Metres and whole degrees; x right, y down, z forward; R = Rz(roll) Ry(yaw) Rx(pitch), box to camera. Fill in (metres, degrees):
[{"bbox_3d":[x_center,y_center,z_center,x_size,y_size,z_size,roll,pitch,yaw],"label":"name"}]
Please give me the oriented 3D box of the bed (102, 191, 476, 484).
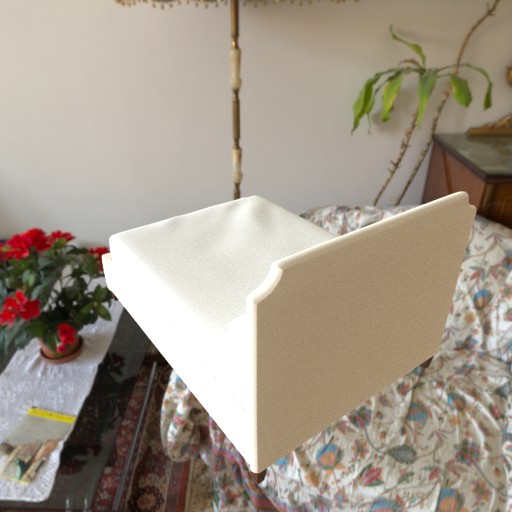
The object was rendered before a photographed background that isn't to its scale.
[{"bbox_3d":[0.000,0.000,3.393,1.712,1.443,2.365,-20,35,-31],"label":"bed"}]
